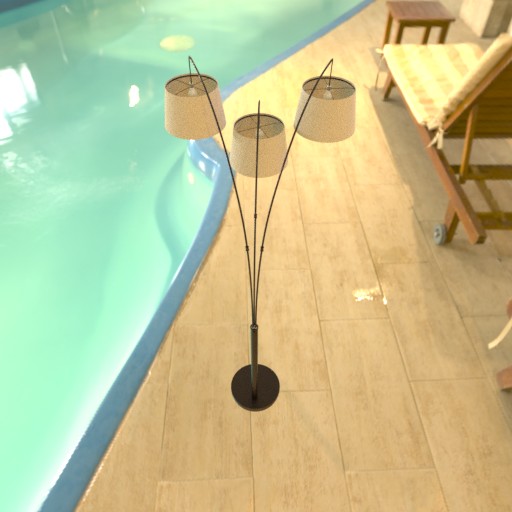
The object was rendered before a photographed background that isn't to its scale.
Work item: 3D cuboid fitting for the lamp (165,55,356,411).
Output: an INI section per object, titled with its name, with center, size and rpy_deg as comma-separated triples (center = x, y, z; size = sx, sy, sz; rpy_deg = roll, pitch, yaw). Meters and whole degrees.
[lamp]
center = 0.000, 0.000, 2.475
size = 0.951, 1.950, 0.924
rpy_deg = 3, 46, 2
